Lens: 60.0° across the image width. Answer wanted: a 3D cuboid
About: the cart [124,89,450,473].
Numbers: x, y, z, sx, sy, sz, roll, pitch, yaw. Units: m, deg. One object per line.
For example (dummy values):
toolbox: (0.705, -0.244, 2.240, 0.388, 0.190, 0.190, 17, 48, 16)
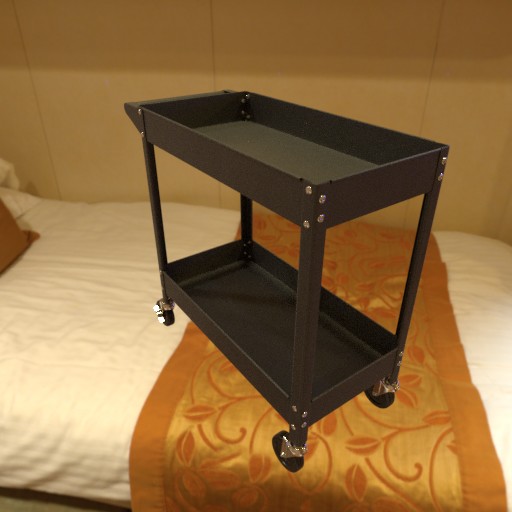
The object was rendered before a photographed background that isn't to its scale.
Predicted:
cart: (0.000, 0.000, 1.180, 0.366, 0.719, 0.779, -20, 36, -30)
